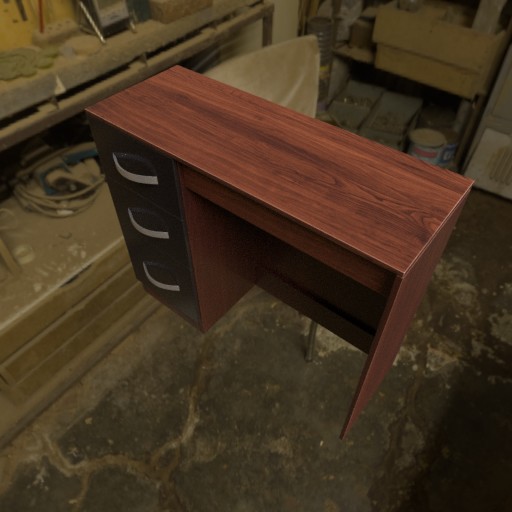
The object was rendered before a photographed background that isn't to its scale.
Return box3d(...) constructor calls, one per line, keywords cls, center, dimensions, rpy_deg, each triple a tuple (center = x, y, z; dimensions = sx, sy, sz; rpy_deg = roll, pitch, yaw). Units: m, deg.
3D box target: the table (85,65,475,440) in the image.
box3d(cls="table", center=(0.000, 0.000, 1.358), dimensions=(0.930, 0.790, 0.380), rpy_deg=(30, 54, 25))
